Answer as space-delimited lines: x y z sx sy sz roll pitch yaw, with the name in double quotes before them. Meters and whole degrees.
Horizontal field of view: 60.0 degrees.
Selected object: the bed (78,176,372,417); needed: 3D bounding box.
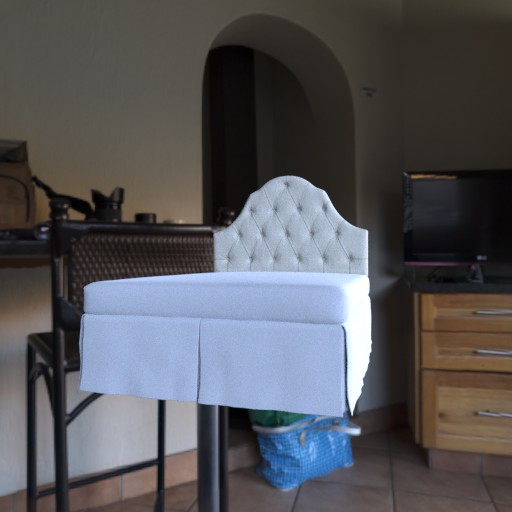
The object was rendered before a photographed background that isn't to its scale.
"bed" 0.000 0.000 3.336 1.627 1.575 2.092 0 -1 17
